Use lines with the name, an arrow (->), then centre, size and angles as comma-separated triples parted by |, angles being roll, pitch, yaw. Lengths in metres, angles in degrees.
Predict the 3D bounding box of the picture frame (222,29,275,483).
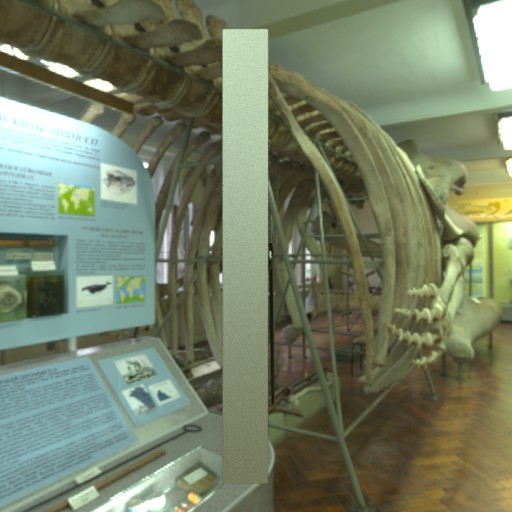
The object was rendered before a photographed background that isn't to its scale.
picture frame -> 0.000, 0.000, 0.281 | 0.028, 0.208, 0.157 | 0, 0, 1
